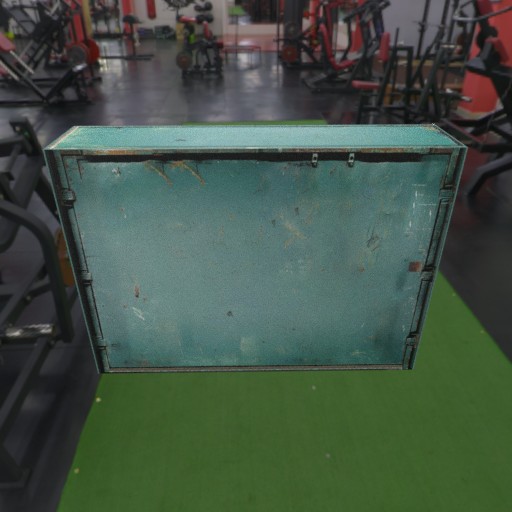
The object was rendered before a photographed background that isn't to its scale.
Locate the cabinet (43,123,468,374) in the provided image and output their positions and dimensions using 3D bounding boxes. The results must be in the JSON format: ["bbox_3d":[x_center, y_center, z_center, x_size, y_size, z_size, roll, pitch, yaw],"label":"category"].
[{"bbox_3d":[0.000,0.000,3.967,3.001,2.160,0.680,-1,31,-1],"label":"cabinet"}]
